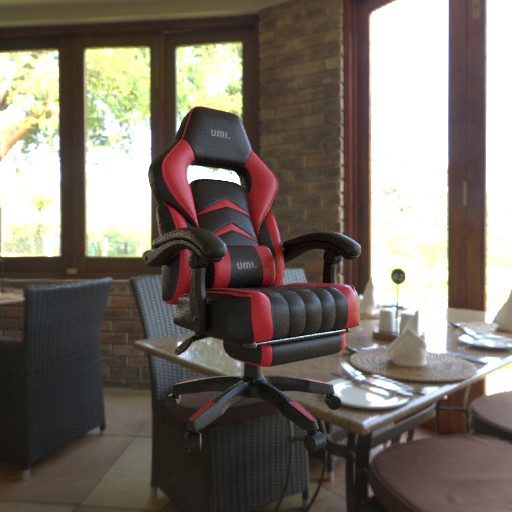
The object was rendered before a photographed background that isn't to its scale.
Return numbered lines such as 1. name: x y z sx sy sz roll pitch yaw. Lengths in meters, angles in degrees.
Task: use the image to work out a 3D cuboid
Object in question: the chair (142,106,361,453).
1. chair: 0.000 0.000 1.651 0.700 1.220 0.700 -1 1 -36
